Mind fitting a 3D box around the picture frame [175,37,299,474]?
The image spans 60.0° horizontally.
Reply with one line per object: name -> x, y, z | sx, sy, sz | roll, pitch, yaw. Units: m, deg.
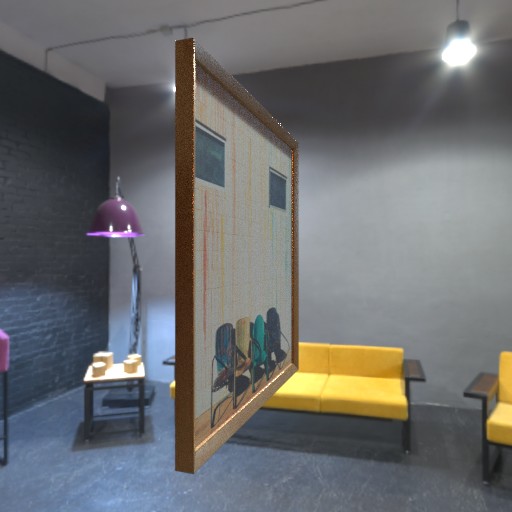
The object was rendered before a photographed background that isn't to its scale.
picture frame -> 0.000, 0.000, 1.135 | 0.037, 0.761, 0.758 | 0, 0, 19
